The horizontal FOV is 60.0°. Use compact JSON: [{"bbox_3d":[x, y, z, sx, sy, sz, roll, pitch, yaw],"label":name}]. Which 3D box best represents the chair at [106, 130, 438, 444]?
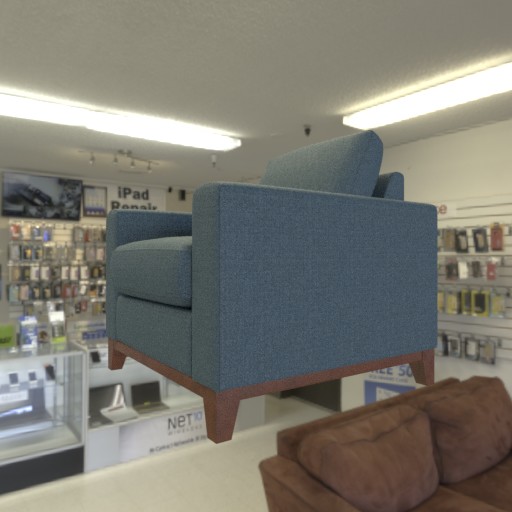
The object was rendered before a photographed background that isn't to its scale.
[{"bbox_3d":[0.000,0.000,1.859,1.038,1.010,1.024,0,0,-35],"label":"chair"}]
